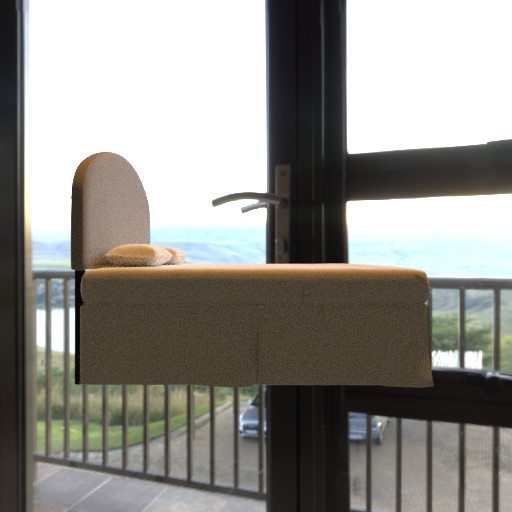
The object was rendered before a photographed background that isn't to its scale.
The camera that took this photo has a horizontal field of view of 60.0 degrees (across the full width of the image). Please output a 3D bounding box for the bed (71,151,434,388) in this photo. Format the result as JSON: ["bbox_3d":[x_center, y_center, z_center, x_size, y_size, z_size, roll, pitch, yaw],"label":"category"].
[{"bbox_3d":[0.000,0.000,3.144,2.005,1.410,1.607,0,0,0],"label":"bed"}]
